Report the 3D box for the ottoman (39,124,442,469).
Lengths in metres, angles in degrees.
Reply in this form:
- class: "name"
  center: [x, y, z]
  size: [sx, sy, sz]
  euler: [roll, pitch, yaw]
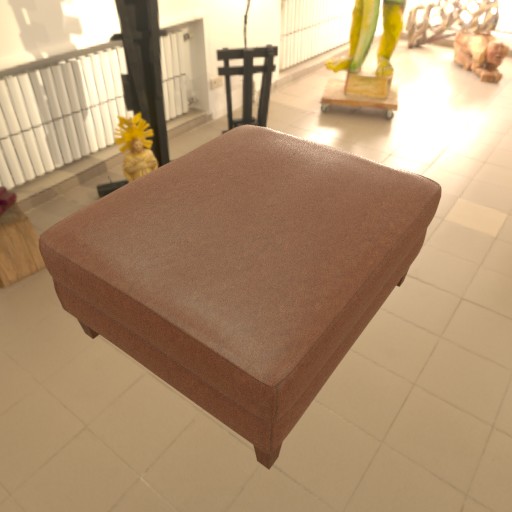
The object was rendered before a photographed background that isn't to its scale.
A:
- class: "ottoman"
  center: [0.000, 0.000, 1.443]
  size: [0.836, 0.472, 0.987]
  euler: [25, 46, 27]
